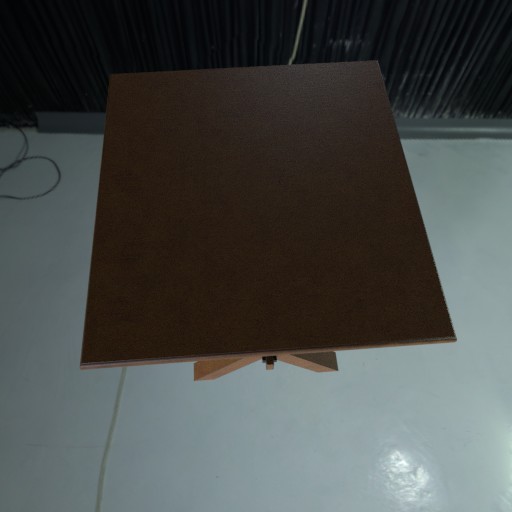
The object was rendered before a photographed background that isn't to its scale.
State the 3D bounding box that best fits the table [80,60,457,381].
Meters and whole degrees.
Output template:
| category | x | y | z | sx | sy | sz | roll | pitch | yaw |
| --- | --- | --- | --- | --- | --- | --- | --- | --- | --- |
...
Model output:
| category | x | y | z | sx | sy | sz | roll | pitch | yaw |
| --- | --- | --- | --- | --- | --- | --- | --- | --- | --- |
| table | 0.000 | 0.000 | 1.034 | 0.560 | 0.562 | 0.602 | -4 | 63 | -2 |
